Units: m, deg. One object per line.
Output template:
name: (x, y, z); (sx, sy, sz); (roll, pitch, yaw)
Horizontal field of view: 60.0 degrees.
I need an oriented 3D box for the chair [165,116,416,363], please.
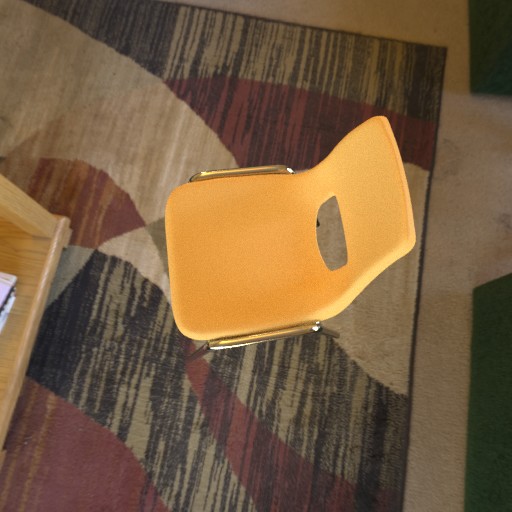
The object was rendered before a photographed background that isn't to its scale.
chair: (0.000, 0.000, 0.960); (0.436, 0.704, 0.381); (-7, 75, -2)
